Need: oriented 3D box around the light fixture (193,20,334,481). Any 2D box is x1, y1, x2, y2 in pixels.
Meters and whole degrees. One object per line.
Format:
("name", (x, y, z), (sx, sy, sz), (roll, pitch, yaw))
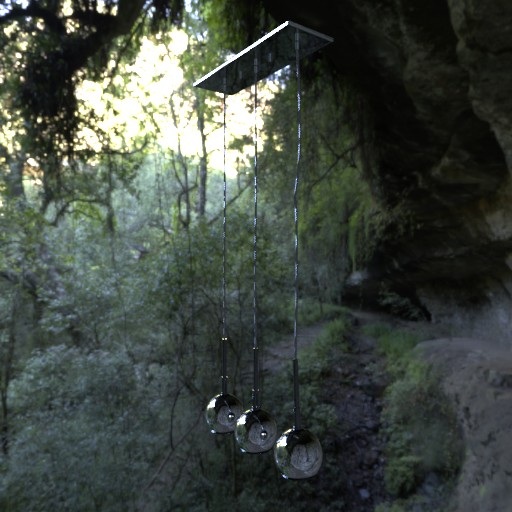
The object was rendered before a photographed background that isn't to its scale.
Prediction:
("light fixture", (0.000, 0.000, 1.623), (0.188, 1.408, 0.623), (0, 0, -36))
